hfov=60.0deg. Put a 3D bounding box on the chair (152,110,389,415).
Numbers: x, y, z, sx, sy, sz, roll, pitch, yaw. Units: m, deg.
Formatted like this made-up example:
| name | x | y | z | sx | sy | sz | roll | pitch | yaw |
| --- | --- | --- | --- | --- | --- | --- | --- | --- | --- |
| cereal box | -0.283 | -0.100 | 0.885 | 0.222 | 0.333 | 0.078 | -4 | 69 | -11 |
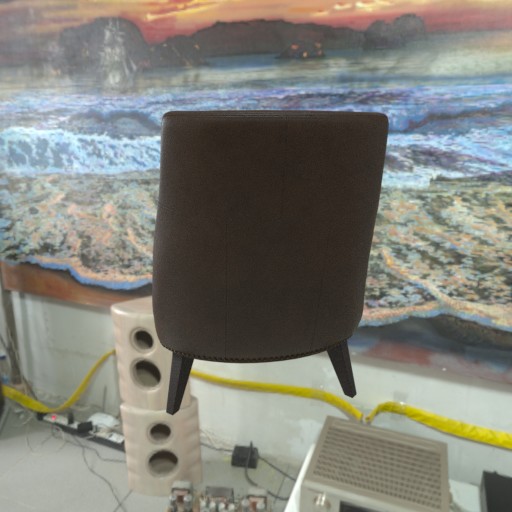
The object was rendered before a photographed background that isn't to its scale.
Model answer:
| name | x | y | z | sx | sy | sz | roll | pitch | yaw |
| --- | --- | --- | --- | --- | --- | --- | --- | --- | --- |
| chair | 0.000 | 0.000 | 1.497 | 0.701 | 0.909 | 0.861 | -3 | 16 | -9 |
